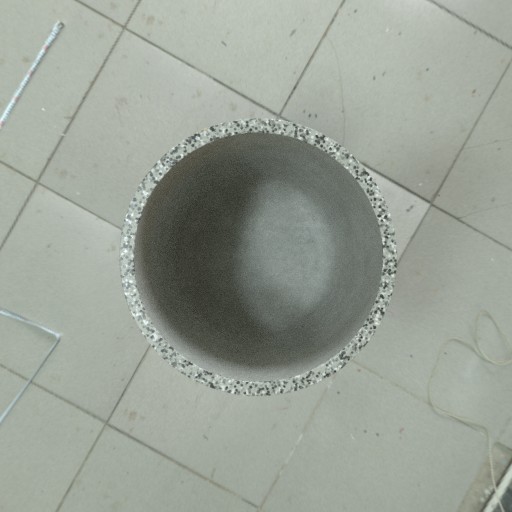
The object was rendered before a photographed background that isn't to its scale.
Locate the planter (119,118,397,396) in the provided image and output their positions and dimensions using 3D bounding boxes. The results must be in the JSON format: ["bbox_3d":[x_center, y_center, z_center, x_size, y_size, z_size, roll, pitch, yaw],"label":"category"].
[{"bbox_3d":[0.000,0.000,0.692,0.360,0.419,0.360,0,90,-1],"label":"planter"}]
